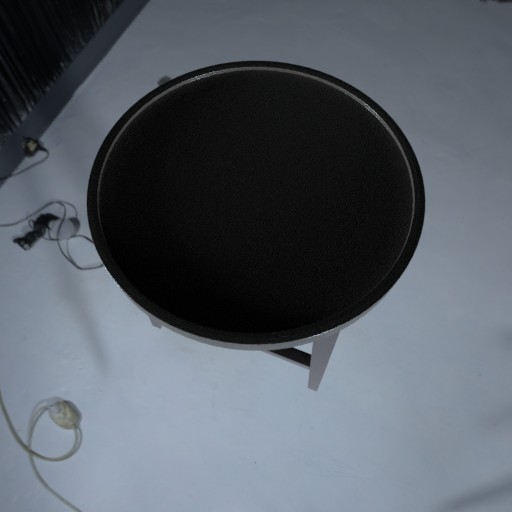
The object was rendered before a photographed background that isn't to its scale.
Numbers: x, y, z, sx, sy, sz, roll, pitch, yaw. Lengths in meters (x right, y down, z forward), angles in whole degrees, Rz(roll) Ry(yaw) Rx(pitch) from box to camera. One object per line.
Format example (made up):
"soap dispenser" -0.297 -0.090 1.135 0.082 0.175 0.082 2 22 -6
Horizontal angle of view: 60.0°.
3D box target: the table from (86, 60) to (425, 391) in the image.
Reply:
"table" 0.000 0.000 0.901 0.500 0.531 0.500 0 64 0
